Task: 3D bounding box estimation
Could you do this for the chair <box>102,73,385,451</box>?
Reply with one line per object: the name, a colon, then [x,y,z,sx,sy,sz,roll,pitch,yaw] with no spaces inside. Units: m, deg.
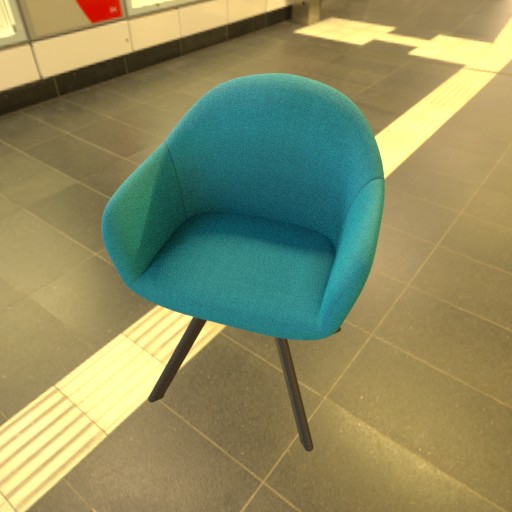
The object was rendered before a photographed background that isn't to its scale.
chair: [0.000,0.000,1.178,0.590,0.795,0.550,12,42,14]
